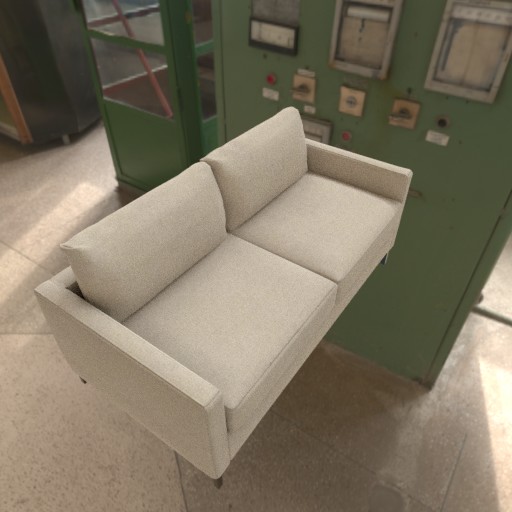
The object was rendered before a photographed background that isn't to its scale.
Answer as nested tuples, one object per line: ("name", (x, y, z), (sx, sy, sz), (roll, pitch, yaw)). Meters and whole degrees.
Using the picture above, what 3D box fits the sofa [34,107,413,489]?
("sofa", (0.000, 0.000, 2.088), (0.875, 0.840, 1.682), (25, 47, 26))
